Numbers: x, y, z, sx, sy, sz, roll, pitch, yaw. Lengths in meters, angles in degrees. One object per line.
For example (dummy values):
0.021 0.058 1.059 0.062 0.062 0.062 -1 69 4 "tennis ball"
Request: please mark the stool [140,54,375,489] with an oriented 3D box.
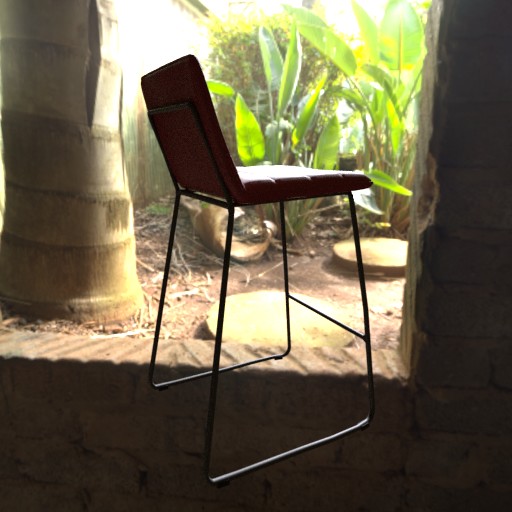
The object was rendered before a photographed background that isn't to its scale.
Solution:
0.000 0.000 1.211 0.524 0.937 0.489 -8 17 -27 "stool"
